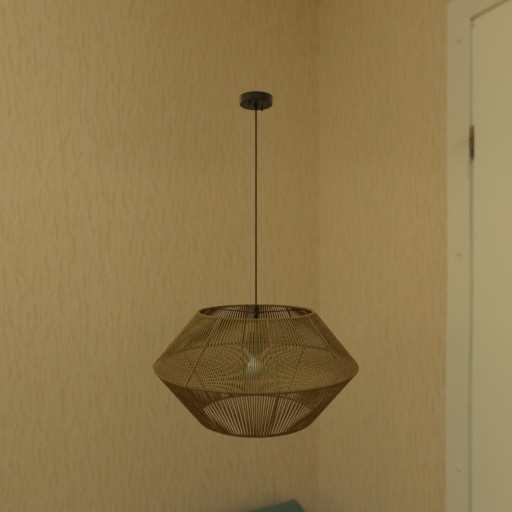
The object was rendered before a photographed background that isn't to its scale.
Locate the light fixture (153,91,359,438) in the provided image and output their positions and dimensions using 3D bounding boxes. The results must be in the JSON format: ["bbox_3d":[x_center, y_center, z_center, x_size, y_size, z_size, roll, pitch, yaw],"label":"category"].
[{"bbox_3d":[0.000,0.000,1.411,0.643,1.009,0.643,0,0,0],"label":"light fixture"}]
